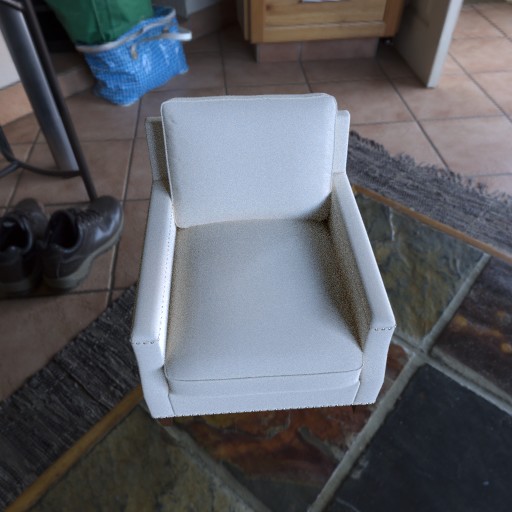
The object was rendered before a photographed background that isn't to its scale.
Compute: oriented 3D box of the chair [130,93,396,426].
[{"bbox_3d":[0.000,0.000,1.738,0.853,0.943,1.014,-3,47,-3],"label":"chair"}]
